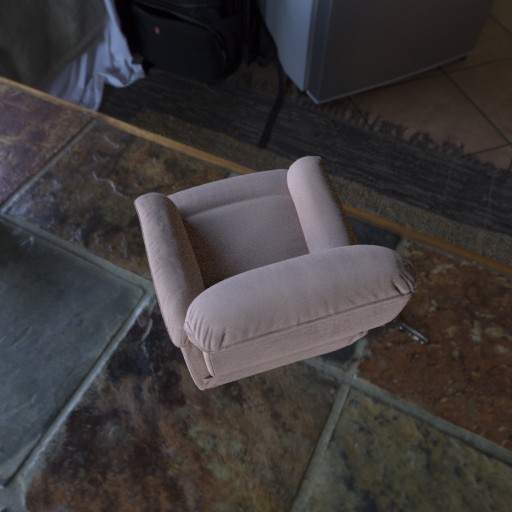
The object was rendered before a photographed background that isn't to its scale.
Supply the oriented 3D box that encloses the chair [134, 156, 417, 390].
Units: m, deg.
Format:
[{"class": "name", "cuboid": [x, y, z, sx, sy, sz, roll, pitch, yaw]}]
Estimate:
[{"class": "chair", "cuboid": [0.000, 0.000, 1.744, 0.820, 1.037, 1.004, -15, 60, -9]}]
